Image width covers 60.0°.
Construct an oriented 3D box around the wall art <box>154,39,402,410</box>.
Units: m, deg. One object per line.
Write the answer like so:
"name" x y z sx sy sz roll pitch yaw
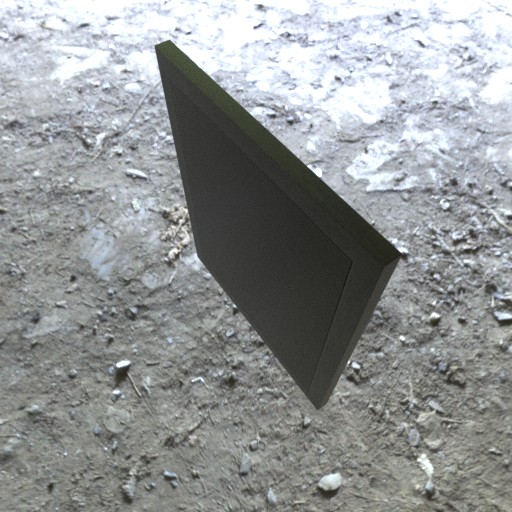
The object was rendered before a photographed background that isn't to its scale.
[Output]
"wall art" 0.000 0.000 0.802 0.027 0.580 0.479 -31 62 -19
